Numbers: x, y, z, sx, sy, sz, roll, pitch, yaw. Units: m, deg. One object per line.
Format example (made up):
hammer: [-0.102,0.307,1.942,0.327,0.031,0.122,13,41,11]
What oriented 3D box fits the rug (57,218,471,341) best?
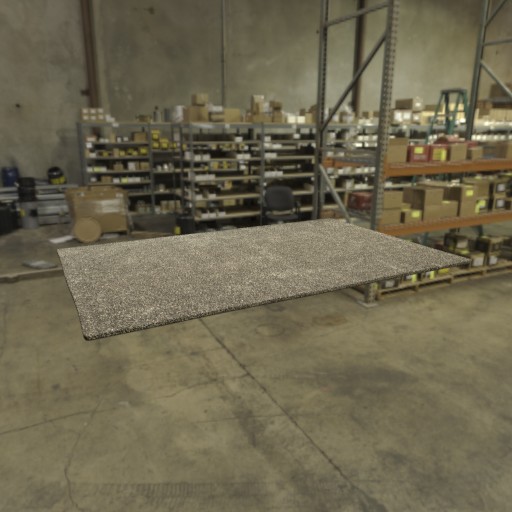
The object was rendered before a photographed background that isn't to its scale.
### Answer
rug: [0.000,0.000,2.961,2.350,0.025,1.502,-8,18,-26]
